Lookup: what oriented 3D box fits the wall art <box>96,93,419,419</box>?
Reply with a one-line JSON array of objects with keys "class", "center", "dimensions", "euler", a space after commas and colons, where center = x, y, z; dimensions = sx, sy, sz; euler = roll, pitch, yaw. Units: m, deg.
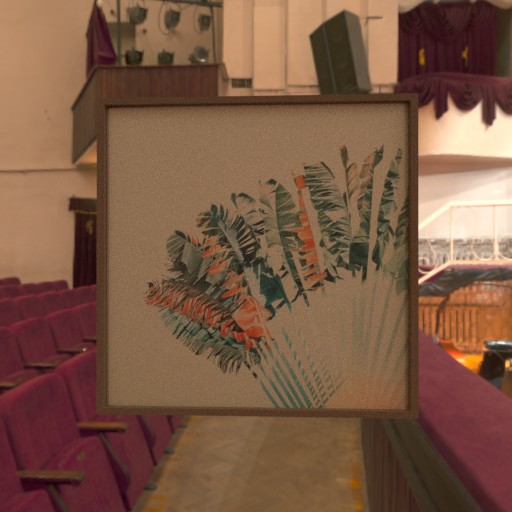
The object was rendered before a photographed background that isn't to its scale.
[{"class": "wall art", "center": [0.000, 0.000, 0.438], "dimensions": [0.304, 0.303, 0.038], "euler": [0, 0, 2]}]
